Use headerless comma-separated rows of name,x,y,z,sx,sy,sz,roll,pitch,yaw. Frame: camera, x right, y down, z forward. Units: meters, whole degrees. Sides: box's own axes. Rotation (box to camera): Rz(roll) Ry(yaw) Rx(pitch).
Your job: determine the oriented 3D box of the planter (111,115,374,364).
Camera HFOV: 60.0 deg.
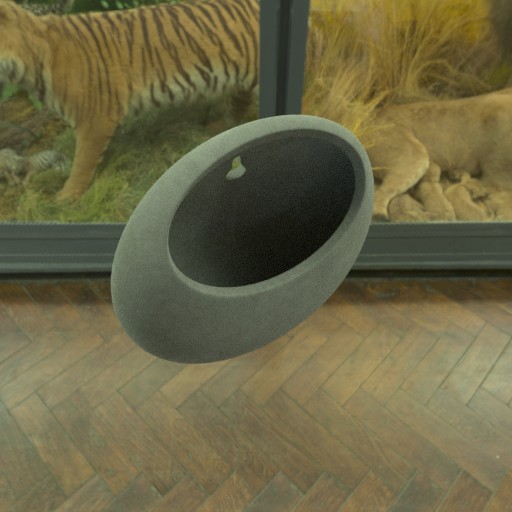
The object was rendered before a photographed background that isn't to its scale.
planter,0.000,0.000,0.285,0.185,0.188,0.071,-24,51,-21
